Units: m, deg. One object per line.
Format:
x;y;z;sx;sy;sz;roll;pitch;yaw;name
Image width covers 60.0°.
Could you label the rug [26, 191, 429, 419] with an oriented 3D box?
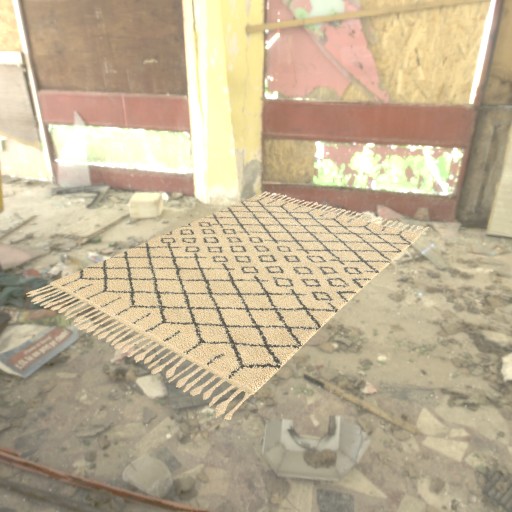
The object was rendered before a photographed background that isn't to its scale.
0.000;0.000;3.192;1.664;0.029;2.615;18;32;33;rug
